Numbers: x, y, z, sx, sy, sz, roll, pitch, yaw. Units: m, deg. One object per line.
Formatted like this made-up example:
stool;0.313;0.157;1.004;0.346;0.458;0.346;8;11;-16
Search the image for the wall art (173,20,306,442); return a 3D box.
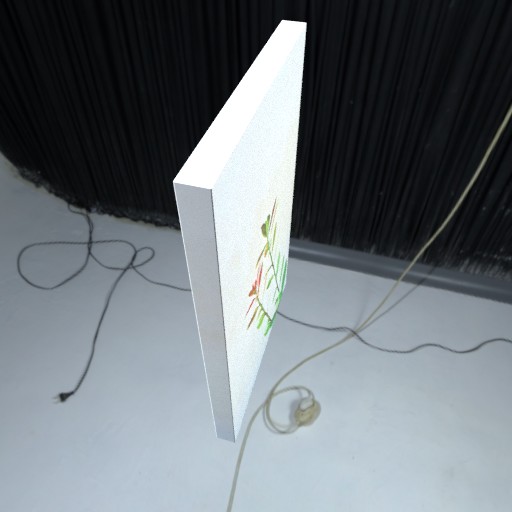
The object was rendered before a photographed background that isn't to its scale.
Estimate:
wall art;0.000;0.000;0.755;0.038;0.611;0.408;12;48;11
